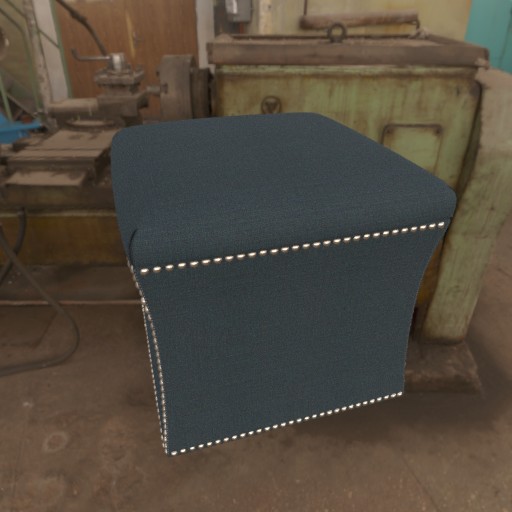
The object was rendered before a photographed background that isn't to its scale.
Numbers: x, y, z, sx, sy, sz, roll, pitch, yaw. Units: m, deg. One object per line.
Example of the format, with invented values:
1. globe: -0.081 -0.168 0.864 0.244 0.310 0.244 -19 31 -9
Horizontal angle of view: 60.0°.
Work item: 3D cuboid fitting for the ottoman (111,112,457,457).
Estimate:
1. ottoman: 0.000 0.000 0.886 0.497 0.475 0.507 -9 32 -15
